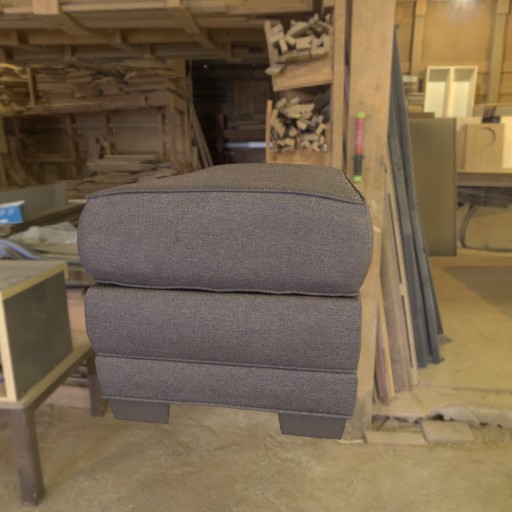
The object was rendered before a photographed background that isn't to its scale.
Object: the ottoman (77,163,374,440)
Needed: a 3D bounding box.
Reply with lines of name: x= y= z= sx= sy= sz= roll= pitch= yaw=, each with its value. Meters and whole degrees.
ottoman: x=0.000 y=0.000 z=1.124 sx=0.490 sy=0.448 sz=0.864 roll=2 pitch=14 yaw=8
